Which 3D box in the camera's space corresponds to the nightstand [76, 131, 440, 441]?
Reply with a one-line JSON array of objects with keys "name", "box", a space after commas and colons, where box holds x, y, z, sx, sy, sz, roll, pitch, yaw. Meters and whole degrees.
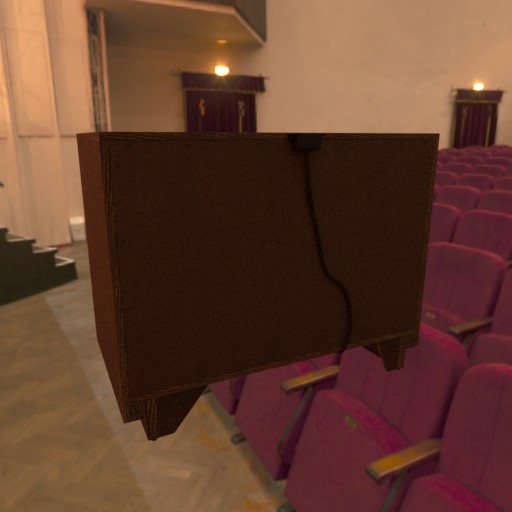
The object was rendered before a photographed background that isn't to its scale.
[{"name": "nightstand", "box": [0.000, 0.000, 1.147, 0.775, 0.612, 0.457, -7, 17, -25]}]
